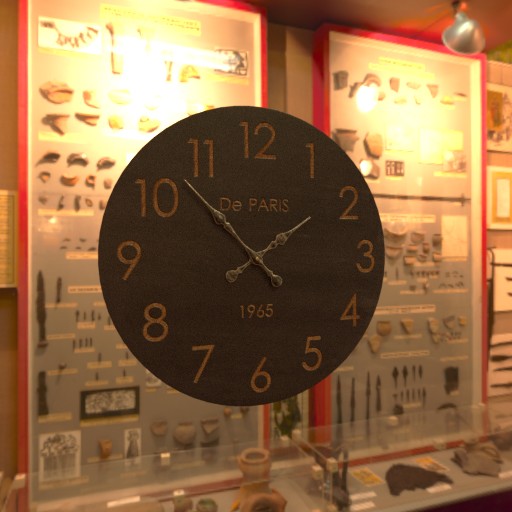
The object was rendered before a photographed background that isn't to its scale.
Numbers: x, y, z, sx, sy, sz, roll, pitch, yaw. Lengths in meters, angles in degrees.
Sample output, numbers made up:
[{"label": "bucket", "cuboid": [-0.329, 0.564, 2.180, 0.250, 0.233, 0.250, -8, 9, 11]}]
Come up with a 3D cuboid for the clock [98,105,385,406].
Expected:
[{"label": "clock", "cuboid": [0.000, 0.000, 0.886, 0.595, 0.595, 0.029, 0, 0, -18]}]
